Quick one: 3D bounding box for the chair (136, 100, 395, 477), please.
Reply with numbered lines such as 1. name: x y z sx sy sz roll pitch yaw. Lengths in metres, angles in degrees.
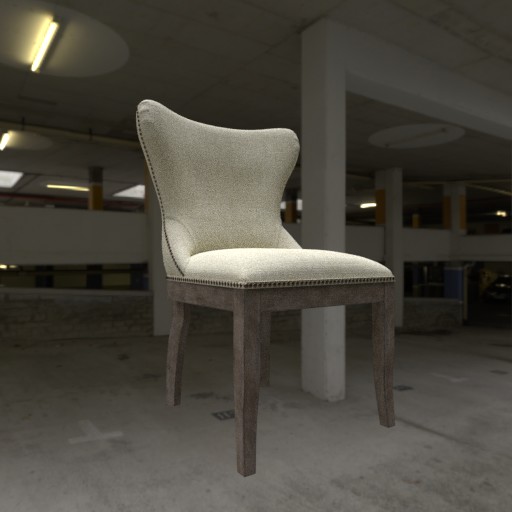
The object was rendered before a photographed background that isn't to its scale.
1. chair: 0.000 0.000 1.429 0.654 1.002 0.681 0 0 -35
